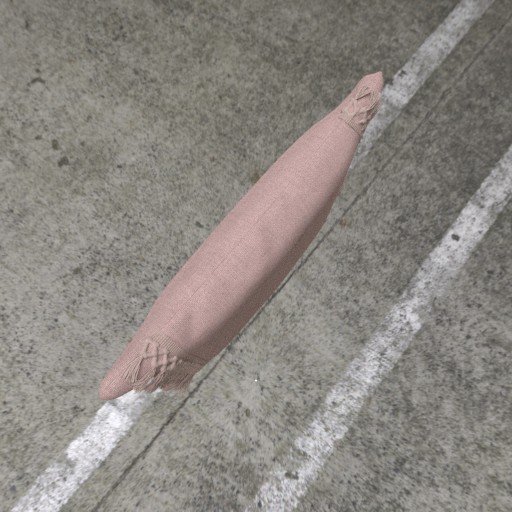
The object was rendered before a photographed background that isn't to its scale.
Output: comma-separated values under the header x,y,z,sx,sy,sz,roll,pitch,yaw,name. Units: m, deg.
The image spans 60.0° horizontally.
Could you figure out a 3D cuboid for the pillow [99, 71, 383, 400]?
x,y,z,sx,sy,sz,roll,pitch,yaw,name
0.000,0.000,0.604,0.084,0.305,0.466,38,78,10,pillow
